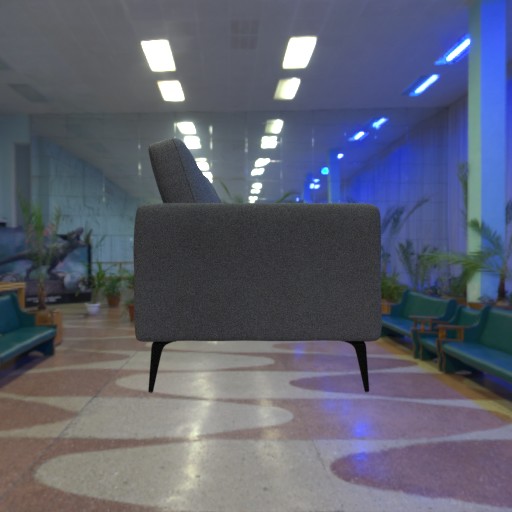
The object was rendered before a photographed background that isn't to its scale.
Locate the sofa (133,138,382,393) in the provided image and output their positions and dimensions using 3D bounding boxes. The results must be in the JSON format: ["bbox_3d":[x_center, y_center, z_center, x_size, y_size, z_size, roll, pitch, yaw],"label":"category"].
[{"bbox_3d":[0.000,0.000,2.316,0.774,0.828,1.925,0,1,0],"label":"sofa"}]
